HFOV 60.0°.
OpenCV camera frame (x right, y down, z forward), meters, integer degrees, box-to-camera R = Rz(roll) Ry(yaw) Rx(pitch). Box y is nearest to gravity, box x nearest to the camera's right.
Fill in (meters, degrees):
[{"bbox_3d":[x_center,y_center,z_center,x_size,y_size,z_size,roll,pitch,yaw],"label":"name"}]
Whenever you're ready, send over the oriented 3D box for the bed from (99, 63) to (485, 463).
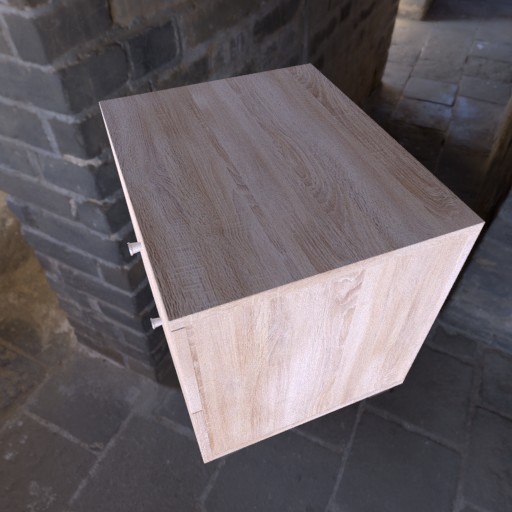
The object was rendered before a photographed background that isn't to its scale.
[{"bbox_3d":[0.000,0.000,0.772,0.401,0.420,0.460,-16,49,-15],"label":"bed"}]
